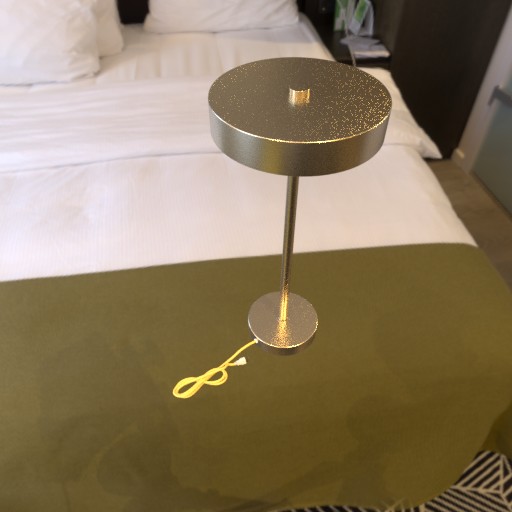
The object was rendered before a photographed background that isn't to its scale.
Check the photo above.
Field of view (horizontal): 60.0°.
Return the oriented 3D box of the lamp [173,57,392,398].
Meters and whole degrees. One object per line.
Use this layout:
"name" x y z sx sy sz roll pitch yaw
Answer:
"lamp" 0.000 0.000 0.699 0.369 0.508 0.229 -31 53 -27
